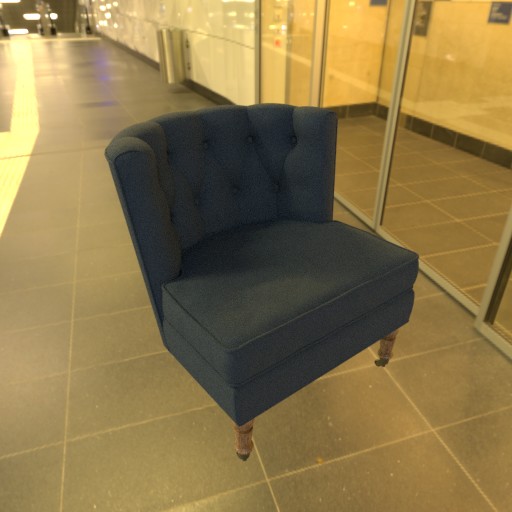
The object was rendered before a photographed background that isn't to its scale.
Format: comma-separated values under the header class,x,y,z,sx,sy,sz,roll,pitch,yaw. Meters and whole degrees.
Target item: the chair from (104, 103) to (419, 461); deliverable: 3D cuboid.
class,x,y,z,sx,sy,sz,roll,pitch,yaw
chair,0.000,0.000,1.351,0.740,0.771,0.718,-21,36,-31
